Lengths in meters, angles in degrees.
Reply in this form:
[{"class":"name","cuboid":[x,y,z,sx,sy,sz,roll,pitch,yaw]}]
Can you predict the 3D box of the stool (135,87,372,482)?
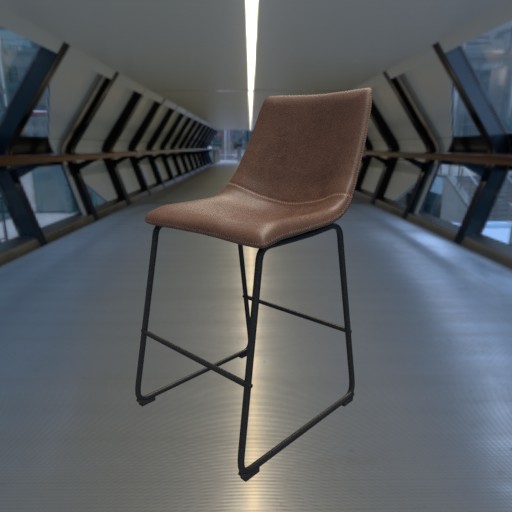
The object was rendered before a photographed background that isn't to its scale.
[{"class":"stool","cuboid":[0.000,0.000,1.229,0.460,0.890,0.550,14,20,42]}]
